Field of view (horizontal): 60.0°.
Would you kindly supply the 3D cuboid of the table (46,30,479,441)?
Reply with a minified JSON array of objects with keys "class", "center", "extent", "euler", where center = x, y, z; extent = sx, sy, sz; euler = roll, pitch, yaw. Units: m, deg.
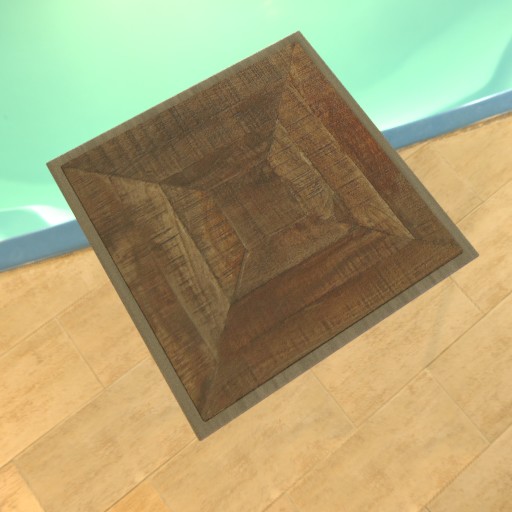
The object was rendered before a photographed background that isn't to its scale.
[{"class":"table","center":[0.000,0.000,0.868],"extent":[0.449,0.500,0.450],"euler":[-31,76,-9]}]
